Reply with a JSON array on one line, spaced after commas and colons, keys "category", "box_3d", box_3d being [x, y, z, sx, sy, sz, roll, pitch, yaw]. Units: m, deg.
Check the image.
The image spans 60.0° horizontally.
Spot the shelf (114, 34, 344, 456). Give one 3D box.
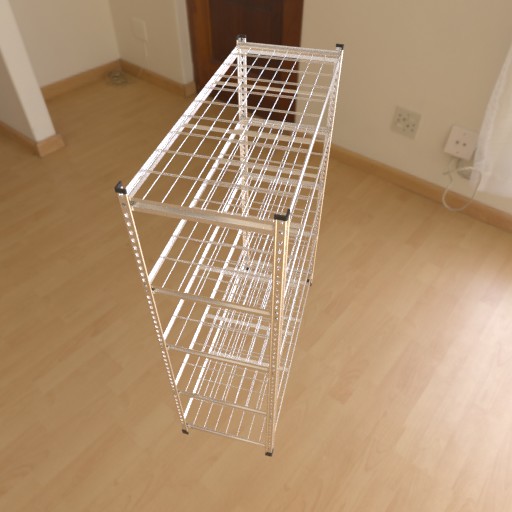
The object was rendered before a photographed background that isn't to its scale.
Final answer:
[{"category": "shelf", "box_3d": [0.000, 0.000, 2.680, 0.610, 1.981, 1.524, 11, 46, 10]}]
